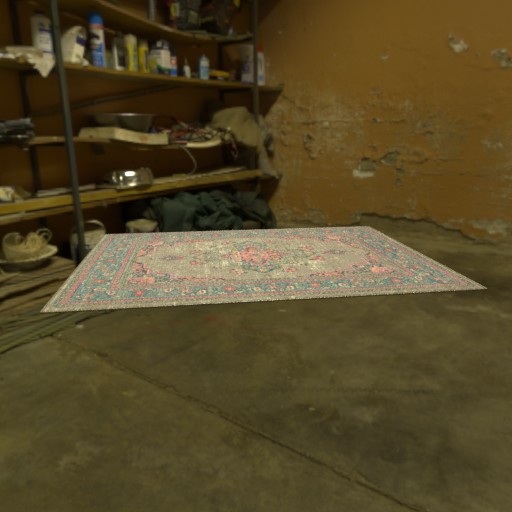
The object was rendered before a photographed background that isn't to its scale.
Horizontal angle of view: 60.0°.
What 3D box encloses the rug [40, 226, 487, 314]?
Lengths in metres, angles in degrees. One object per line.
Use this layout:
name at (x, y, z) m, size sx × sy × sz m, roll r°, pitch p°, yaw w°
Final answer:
rug at (0.000, 0.000, 2.921) m, size 2.214 × 0.013 × 1.609 m, roll -2°, pitch 16°, yaw -8°
